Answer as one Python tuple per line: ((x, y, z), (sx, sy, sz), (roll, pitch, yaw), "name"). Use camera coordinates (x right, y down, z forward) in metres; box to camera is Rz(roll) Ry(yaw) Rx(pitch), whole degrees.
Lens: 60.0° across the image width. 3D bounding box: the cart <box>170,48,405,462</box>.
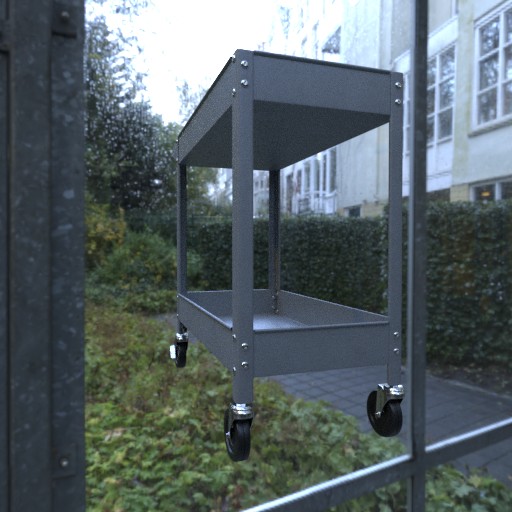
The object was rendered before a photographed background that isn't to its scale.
((0.000, 0.000, 1.163), (0.366, 0.719, 0.779), (0, 1, -19), "cart")
